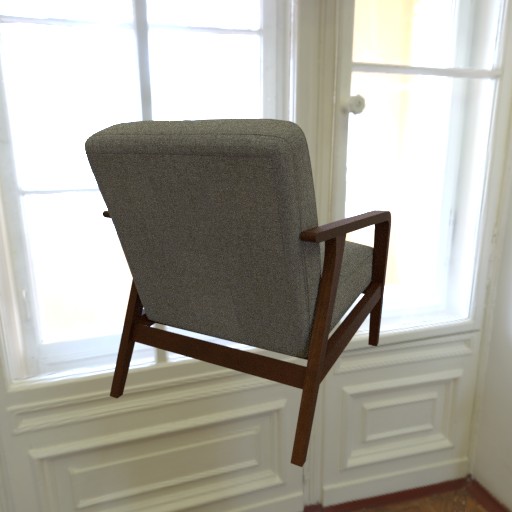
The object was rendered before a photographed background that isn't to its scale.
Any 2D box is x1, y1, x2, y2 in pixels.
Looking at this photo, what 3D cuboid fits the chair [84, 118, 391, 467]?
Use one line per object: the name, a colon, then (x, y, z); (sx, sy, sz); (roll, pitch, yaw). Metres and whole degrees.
chair: (0.000, 0.000, 1.473); (0.704, 0.847, 0.858); (8, 17, 28)
